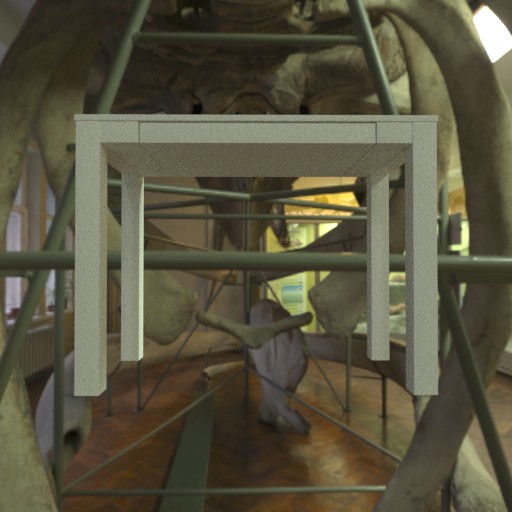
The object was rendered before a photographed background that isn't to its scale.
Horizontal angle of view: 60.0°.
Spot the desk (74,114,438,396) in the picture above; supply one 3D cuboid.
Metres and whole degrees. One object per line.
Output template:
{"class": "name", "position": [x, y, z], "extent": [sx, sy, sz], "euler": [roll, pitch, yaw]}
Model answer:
{"class": "desk", "position": [0.000, 0.000, 1.450], "extent": [0.990, 0.762, 0.497], "euler": [0, -1, -1]}
